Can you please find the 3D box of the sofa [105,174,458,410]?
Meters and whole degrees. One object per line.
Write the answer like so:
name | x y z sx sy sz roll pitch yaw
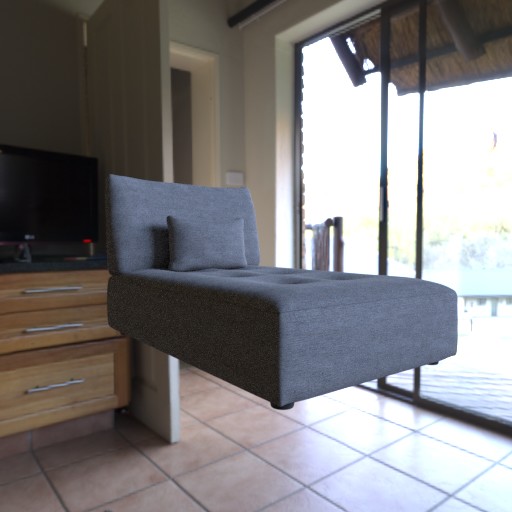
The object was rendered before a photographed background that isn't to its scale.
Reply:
sofa | 0.000 0.000 2.009 0.930 0.820 1.450 -2 3 -37
